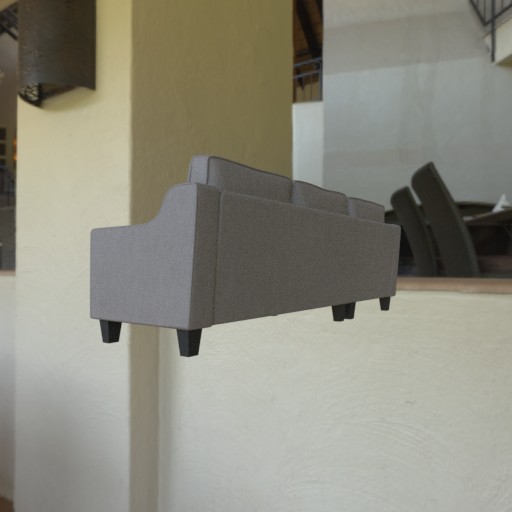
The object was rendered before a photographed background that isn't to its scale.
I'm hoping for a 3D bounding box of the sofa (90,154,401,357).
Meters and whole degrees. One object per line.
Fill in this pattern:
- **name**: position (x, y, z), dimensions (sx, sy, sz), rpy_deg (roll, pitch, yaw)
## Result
- **sofa**: position (0.000, 0.000, 3.236), dimensions (1.294, 0.928, 2.561), rpy_deg (-1, -1, 36)
